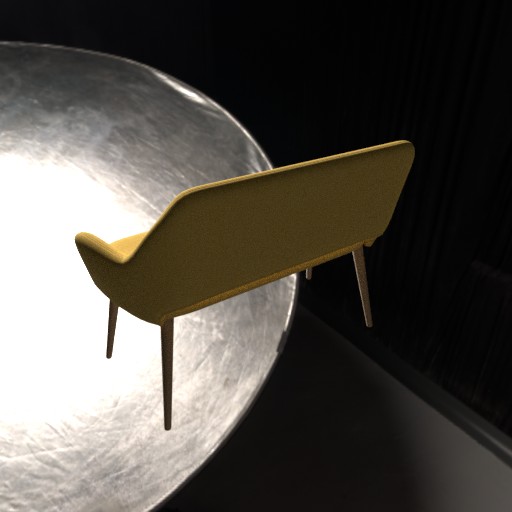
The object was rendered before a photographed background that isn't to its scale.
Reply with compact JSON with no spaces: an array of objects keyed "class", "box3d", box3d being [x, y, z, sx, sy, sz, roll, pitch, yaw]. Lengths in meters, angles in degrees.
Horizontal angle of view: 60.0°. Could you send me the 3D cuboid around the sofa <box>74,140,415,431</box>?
[{"class":"sofa","box3d":[0.000,0.000,1.584,1.150,0.840,0.610,-19,34,-30]}]
